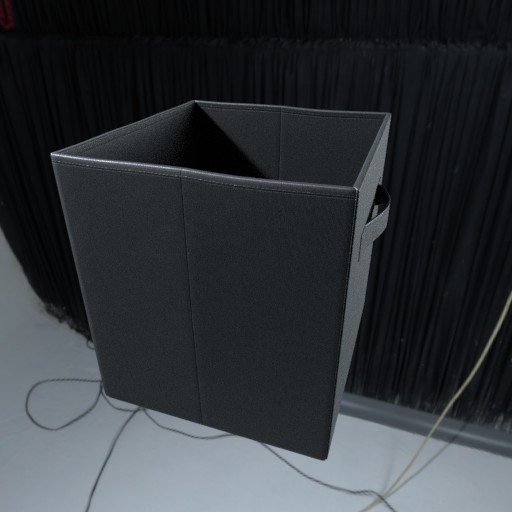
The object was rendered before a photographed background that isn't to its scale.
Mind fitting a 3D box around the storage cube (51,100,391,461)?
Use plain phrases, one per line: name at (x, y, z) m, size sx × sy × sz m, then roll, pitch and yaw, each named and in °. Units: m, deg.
storage cube at (0.000, 0.000, 0.500) m, size 0.270 × 0.280 × 0.270 m, roll 10°, pitch 30°, yaw 17°
